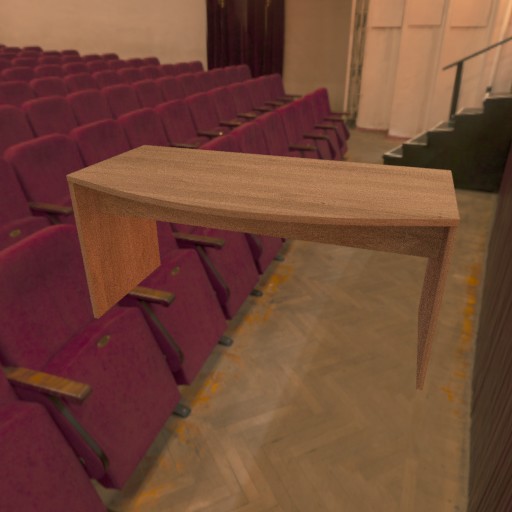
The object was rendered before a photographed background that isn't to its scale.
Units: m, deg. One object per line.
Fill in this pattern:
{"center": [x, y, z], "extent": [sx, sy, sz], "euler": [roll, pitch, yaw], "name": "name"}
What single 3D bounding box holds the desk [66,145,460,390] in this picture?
{"center": [0.000, 0.000, 2.076], "extent": [1.600, 0.752, 0.802], "euler": [9, 28, 17], "name": "desk"}
